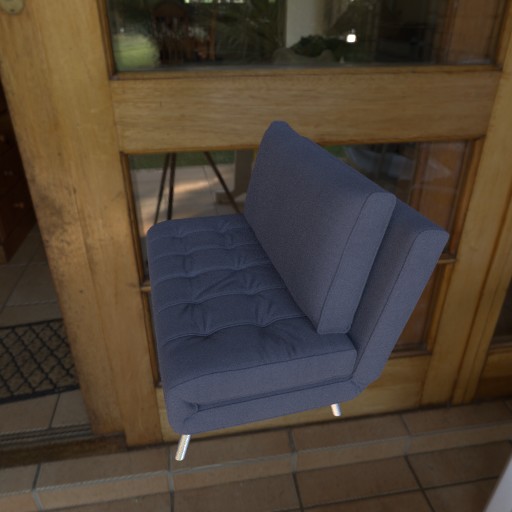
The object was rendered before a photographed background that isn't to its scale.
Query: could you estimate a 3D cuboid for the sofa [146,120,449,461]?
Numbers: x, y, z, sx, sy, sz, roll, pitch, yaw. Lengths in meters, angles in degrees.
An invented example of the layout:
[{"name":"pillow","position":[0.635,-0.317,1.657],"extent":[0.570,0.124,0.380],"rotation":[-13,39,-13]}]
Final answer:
[{"name":"sofa","position":[0.000,0.000,1.901],"extent":[0.910,0.910,1.220],"rotation":[-7,30,-13]}]
